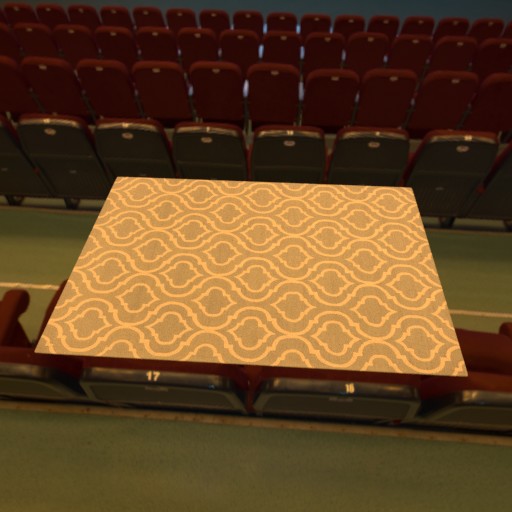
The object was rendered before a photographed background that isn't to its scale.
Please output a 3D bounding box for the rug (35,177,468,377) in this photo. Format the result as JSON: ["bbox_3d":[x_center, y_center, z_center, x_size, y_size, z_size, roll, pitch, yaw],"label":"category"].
[{"bbox_3d":[0.000,0.000,2.622,2.080,0.010,1.451,3,46,2],"label":"rug"}]
